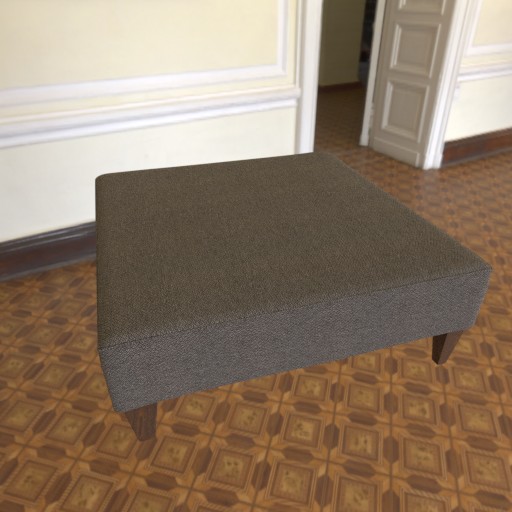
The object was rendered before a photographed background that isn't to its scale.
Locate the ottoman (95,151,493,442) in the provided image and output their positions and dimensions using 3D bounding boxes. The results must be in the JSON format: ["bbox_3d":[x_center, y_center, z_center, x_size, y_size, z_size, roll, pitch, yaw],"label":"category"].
[{"bbox_3d":[0.000,0.000,1.463,0.970,0.378,0.981,-9,33,-15],"label":"ottoman"}]
